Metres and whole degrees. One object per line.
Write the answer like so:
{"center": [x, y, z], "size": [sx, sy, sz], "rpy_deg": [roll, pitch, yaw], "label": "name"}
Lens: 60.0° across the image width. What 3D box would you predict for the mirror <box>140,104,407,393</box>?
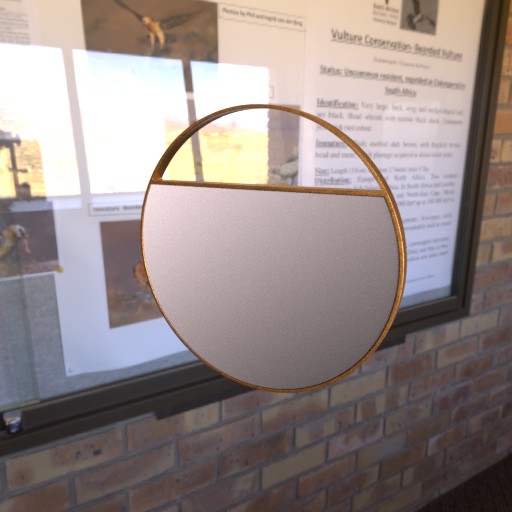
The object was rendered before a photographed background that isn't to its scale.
{"center": [0.000, 0.000, 0.871], "size": [0.565, 0.565, 0.032], "rpy_deg": [8, 16, 27], "label": "mirror"}
